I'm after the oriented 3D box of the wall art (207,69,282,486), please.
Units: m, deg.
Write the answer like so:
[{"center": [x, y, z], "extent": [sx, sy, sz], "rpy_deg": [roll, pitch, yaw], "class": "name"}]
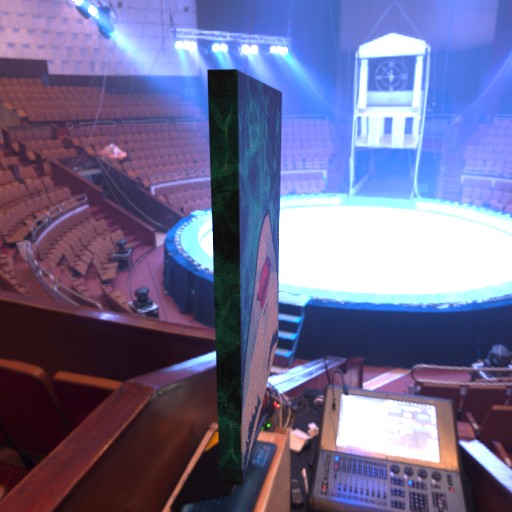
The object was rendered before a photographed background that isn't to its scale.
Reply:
[{"center": [0.000, 0.000, 0.876], "extent": [0.038, 0.635, 0.508], "rpy_deg": [3, 18, 9], "class": "wall art"}]
